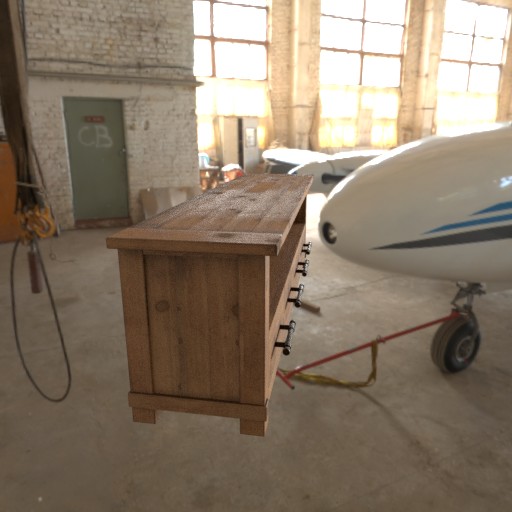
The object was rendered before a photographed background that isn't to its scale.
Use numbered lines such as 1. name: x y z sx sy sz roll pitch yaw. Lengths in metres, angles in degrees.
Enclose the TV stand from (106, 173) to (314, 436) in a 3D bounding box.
1. TV stand: 0.000 0.000 2.004 0.453 0.573 1.804 3 16 10
